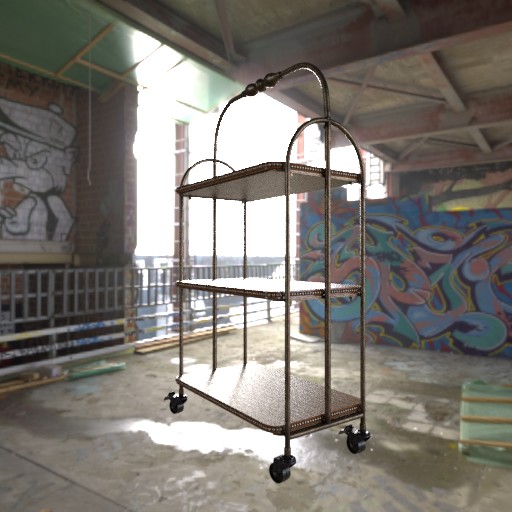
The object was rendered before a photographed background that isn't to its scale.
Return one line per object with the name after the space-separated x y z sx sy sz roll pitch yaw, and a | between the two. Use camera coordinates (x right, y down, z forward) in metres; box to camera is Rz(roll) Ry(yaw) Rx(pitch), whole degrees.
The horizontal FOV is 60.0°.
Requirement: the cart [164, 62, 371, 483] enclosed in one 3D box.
0.000 0.000 1.340 0.330 1.052 0.650 0 0 -35 | cart
